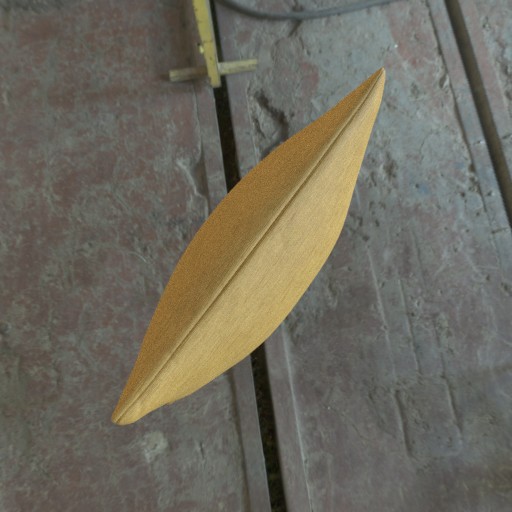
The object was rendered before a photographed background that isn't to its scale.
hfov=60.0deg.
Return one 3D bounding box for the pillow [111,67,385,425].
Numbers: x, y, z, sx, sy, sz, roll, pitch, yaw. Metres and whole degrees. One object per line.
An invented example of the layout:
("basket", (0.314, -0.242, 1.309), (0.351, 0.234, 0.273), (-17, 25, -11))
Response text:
("pillow", (0.000, 0.000, 0.778), (0.210, 0.354, 0.634), (36, 79, 8))
